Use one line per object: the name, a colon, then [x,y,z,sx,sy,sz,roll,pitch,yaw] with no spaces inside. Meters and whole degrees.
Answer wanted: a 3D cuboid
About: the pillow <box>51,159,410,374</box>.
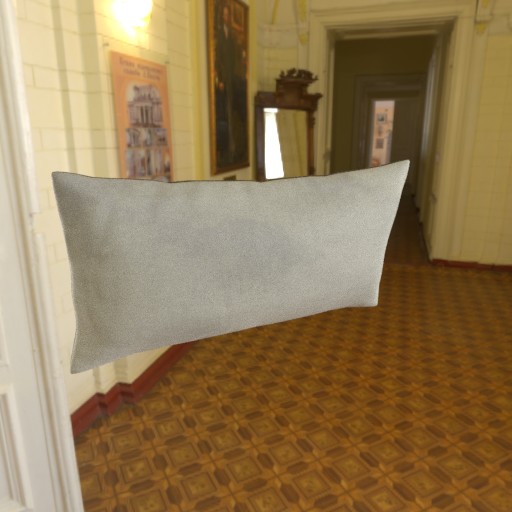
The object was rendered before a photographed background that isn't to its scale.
pillow: [0.000,0.000,0.745,0.608,0.305,0.156,-8,17,-27]
